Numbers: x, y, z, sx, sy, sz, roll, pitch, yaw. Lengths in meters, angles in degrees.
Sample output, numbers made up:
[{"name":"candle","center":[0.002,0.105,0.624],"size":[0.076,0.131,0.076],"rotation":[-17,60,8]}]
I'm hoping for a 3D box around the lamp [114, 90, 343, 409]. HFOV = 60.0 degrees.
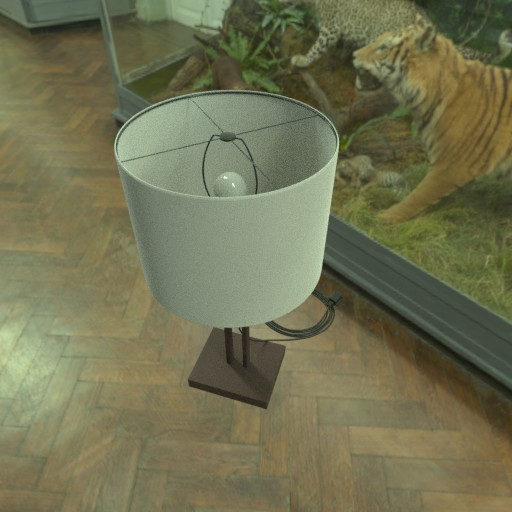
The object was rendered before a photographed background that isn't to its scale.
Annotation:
[{"name":"lamp","center":[0.000,0.000,0.992],"size":[0.396,0.668,0.525],"rotation":[12,44,13]}]
